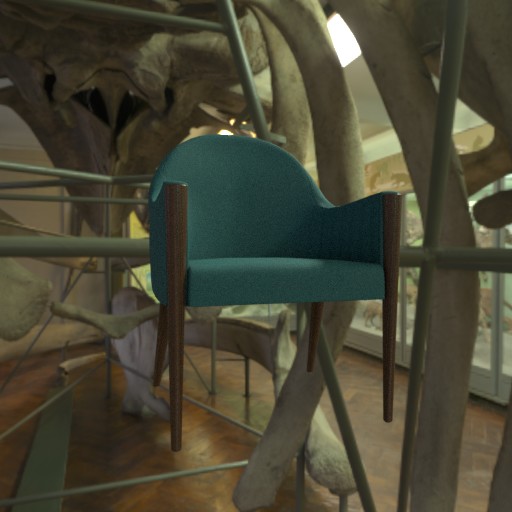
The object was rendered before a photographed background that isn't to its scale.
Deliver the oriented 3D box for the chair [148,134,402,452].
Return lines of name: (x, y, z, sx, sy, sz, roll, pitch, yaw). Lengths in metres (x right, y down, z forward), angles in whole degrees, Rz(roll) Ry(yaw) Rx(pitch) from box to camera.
chair: (0.000, 0.000, 1.396, 0.656, 0.907, 0.652, 0, 1, -18)
